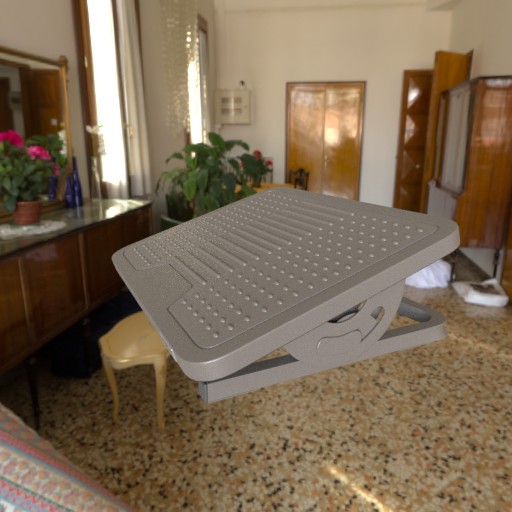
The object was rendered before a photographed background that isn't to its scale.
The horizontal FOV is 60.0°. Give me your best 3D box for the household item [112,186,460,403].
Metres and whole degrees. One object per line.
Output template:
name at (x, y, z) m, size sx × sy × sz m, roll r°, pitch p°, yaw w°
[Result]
household item at (0.000, 0.000, 0.552) m, size 0.301 × 0.126 × 0.390 m, roll -7°, pitch 17°, yaw -25°
